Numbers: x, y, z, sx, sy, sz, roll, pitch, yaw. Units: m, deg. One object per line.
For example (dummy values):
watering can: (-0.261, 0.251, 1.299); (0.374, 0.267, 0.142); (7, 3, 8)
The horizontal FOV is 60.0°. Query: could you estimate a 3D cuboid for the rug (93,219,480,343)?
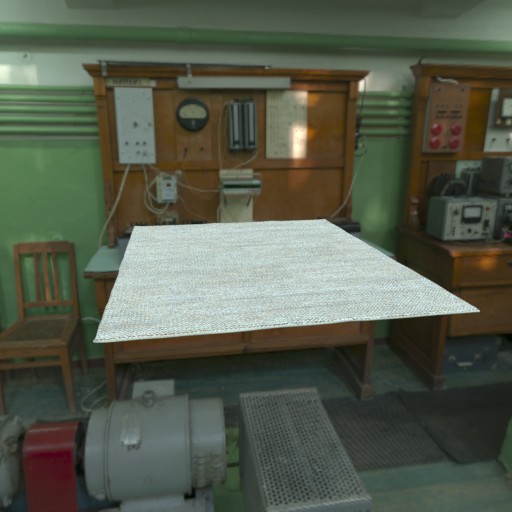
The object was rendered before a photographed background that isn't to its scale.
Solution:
rug: (0.000, 0.000, 4.122); (2.429, 0.030, 3.052); (-3, 16, -10)
